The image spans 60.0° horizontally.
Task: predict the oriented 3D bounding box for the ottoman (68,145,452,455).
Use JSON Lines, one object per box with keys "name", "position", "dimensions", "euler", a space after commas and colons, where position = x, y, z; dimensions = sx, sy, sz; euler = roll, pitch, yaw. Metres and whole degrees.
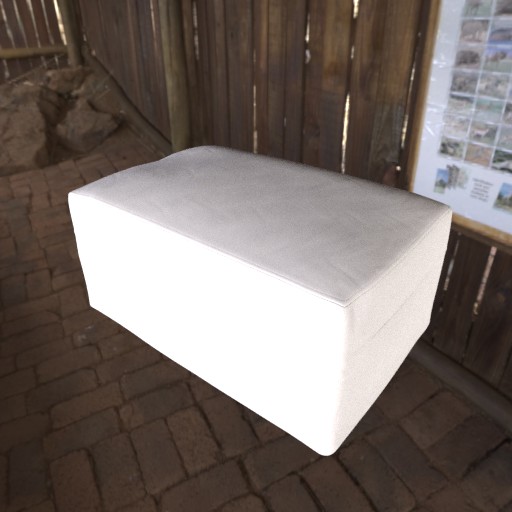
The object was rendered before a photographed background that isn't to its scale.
{"name": "ottoman", "position": [0.000, 0.000, 1.232], "dimensions": [0.872, 0.444, 0.590], "euler": [22, 37, 33]}
